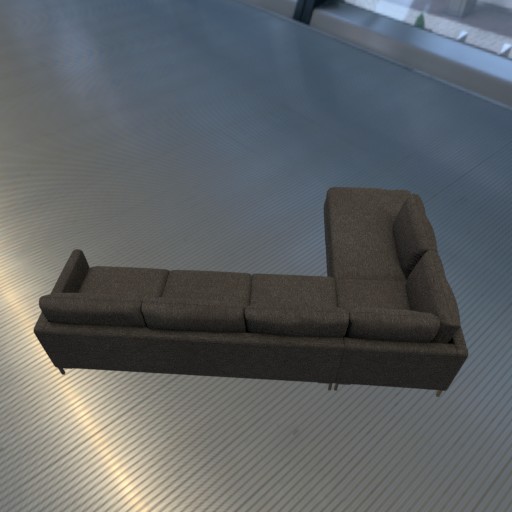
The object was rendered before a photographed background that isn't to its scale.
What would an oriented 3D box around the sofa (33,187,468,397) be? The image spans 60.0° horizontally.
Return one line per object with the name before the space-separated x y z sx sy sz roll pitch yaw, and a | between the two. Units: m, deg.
sofa | 0.000 0.000 3.752 2.949 0.815 2.007 3 46 3
